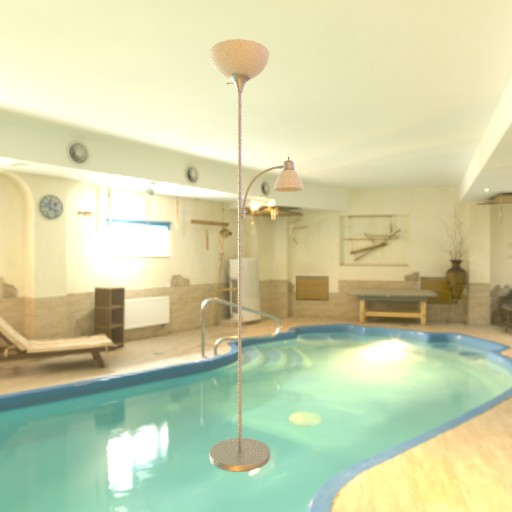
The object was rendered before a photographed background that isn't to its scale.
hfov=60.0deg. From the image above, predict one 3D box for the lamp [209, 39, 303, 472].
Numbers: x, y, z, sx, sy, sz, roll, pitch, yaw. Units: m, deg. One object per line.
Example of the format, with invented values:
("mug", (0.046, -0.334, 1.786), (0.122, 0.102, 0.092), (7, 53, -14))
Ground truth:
("lamp", (0.000, 0.000, 1.958), (0.425, 1.804, 0.279), (0, 0, 20))
